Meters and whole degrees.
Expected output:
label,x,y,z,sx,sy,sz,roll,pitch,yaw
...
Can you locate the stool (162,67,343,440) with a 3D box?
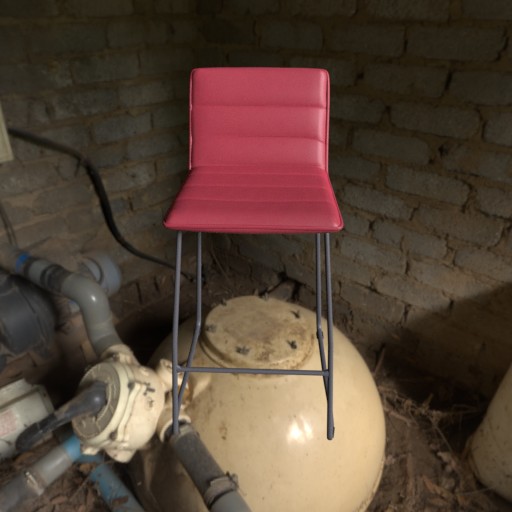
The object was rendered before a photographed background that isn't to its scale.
label,x,y,z,sx,sy,sz,roll,pitch,yaw
stool,0.000,0.000,1.257,0.489,0.937,0.524,1,30,2
